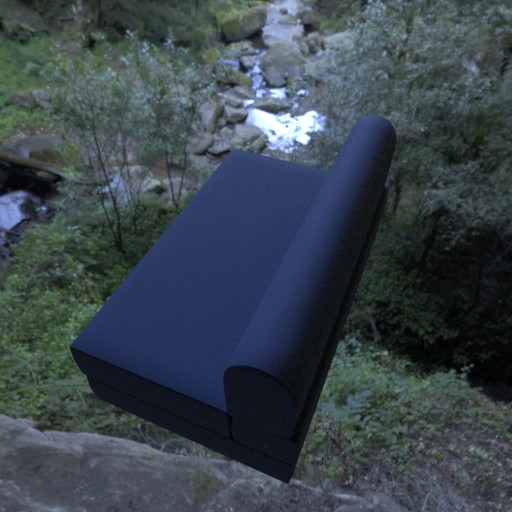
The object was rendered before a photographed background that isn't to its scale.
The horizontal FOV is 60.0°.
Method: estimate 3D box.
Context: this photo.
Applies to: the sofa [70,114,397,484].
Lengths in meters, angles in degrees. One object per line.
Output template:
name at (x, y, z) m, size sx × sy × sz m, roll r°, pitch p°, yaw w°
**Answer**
sofa at (0.000, 0.000, 1.659) m, size 0.762 × 0.660 × 1.219 m, roll 17°, pitch 49°, yaw 16°
